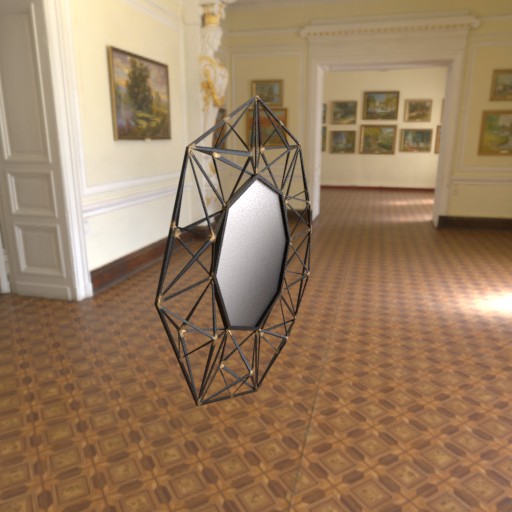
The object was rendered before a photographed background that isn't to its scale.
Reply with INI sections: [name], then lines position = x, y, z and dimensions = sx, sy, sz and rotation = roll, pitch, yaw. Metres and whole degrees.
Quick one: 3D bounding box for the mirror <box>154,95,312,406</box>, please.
[mirror]
position = 0.000, 0.000, 1.036
dimensions = 0.094, 0.710, 0.710
rotation = 8, 17, 27
